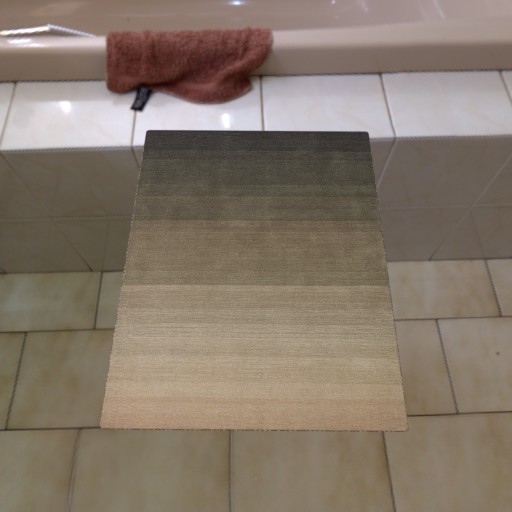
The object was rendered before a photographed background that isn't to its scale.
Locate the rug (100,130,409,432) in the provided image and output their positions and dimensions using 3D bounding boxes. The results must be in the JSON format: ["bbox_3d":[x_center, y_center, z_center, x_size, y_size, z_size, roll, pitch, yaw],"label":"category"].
[{"bbox_3d":[0.000,0.000,3.940,2.305,0.017,2.902,0,63,0],"label":"rug"}]
